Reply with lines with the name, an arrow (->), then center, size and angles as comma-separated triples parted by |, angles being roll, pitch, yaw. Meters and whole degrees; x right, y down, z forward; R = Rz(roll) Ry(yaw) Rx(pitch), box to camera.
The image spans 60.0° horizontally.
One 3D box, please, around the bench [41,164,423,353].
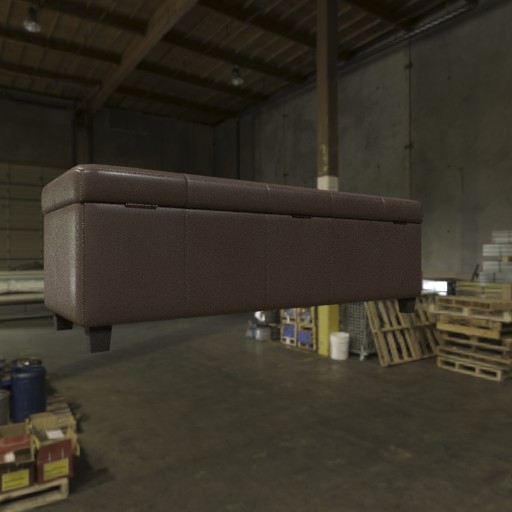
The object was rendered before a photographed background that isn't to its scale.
bench -> 0.000, 0.000, 1.444 | 1.219, 0.417, 0.450 | 0, 0, -35
